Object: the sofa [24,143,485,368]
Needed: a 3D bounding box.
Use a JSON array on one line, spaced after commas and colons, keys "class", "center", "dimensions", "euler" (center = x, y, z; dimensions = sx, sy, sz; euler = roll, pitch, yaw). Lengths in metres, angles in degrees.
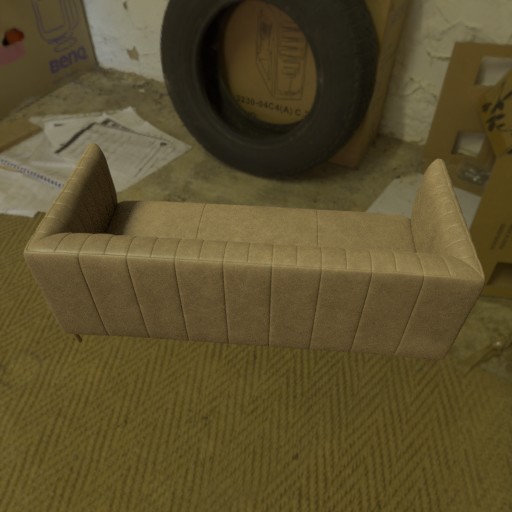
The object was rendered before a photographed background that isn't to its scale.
[{"class": "sofa", "center": [0.000, 0.000, 2.355], "dimensions": [1.980, 0.779, 0.876], "euler": [3, 46, 3]}]
